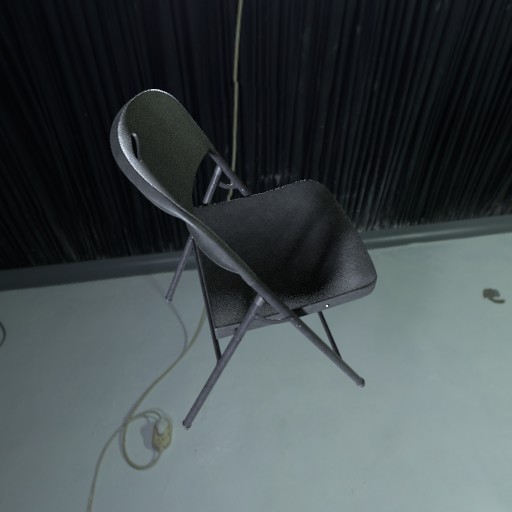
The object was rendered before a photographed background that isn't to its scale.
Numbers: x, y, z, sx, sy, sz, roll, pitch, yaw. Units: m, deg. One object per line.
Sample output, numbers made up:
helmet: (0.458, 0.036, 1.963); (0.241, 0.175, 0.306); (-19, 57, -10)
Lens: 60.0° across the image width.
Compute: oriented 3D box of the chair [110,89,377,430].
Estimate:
chair: (0.000, 0.000, 1.171); (0.566, 0.810, 0.494); (-10, 48, -10)
